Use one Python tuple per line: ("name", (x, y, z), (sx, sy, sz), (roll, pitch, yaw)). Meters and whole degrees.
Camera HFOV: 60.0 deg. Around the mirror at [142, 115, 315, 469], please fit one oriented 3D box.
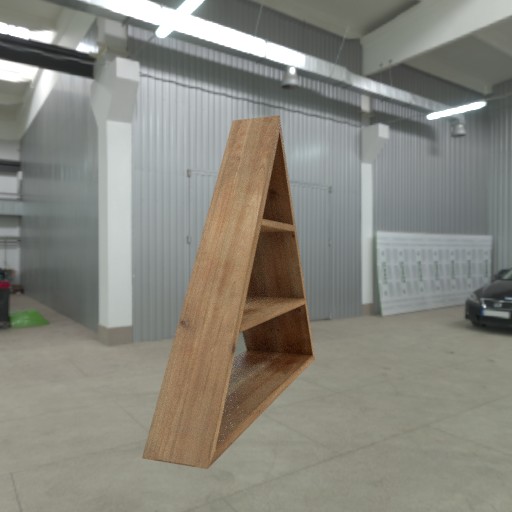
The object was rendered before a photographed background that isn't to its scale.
("mirror", (0.000, 0.000, 0.882), (0.100, 0.548, 0.631), (0, 1, 20))
